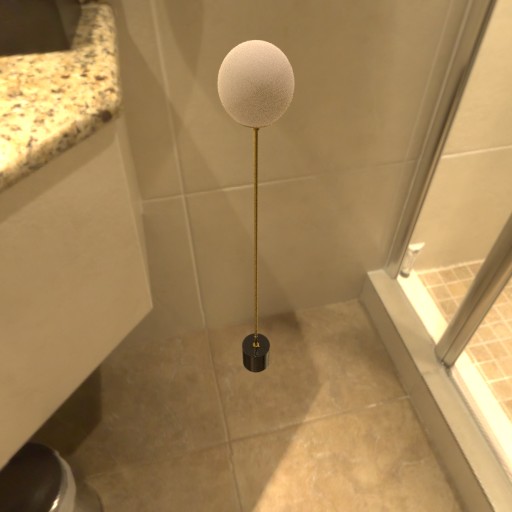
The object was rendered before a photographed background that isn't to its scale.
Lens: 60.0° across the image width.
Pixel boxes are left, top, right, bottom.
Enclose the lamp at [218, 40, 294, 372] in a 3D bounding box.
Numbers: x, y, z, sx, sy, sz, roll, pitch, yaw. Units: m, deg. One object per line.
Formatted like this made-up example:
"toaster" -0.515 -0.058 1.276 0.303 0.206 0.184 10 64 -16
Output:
"lamp" 0.000 0.000 1.877 0.229 1.748 0.229 31 54 25
